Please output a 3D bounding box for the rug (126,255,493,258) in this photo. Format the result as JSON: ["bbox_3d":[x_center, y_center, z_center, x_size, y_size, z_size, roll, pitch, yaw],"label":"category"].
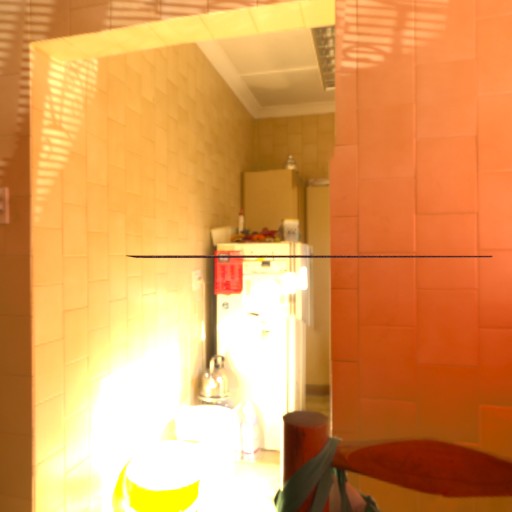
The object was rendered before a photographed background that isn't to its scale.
[{"bbox_3d":[0.000,0.000,3.716,2.053,0.011,2.940,0,0,-17],"label":"rug"}]
